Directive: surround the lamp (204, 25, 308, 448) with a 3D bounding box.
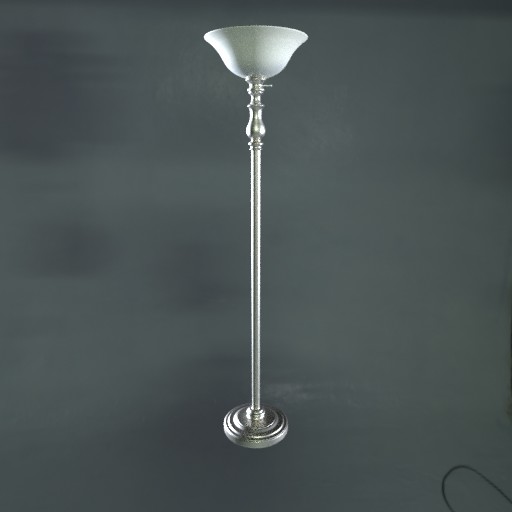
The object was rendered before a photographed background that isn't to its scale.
[{"bbox_3d":[0.000,0.000,1.968,0.405,1.771,0.405,-2,15,-7],"label":"lamp"}]
